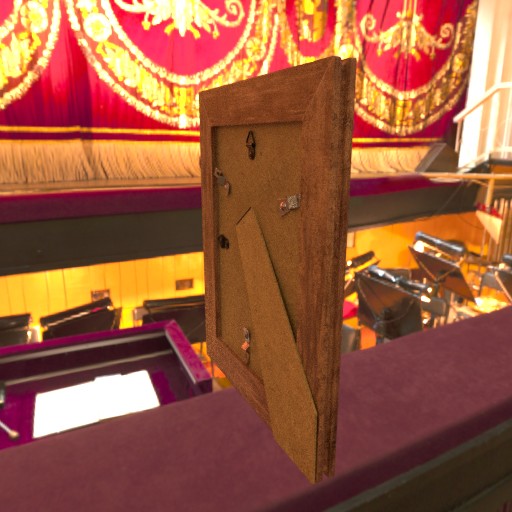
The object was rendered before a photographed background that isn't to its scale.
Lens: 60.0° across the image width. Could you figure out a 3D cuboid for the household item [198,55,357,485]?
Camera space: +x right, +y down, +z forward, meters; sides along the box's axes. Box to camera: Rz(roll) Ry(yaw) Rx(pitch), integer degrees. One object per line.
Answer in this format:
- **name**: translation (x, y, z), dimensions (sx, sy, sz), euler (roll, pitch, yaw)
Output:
- **household item**: translation (0.000, 0.000, 0.318), dimensions (0.018, 0.237, 0.186), euler (-7, 17, -26)
